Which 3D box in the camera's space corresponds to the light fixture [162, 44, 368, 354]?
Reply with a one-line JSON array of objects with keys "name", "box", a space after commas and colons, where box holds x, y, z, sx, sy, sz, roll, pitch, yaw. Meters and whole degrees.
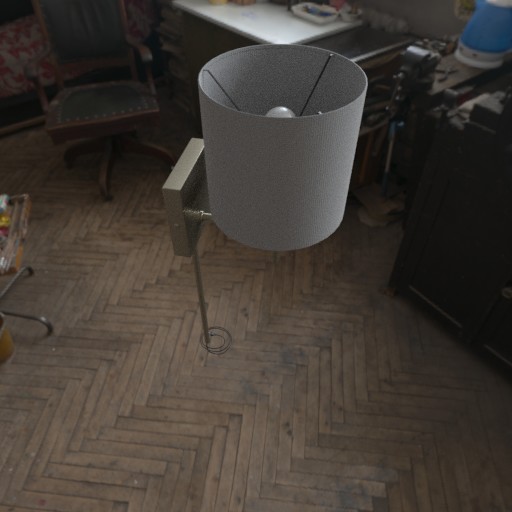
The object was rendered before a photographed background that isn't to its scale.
[{"name": "light fixture", "box": [0.000, 0.000, 0.711, 0.248, 0.589, 0.188, 9, 46, 8]}]
